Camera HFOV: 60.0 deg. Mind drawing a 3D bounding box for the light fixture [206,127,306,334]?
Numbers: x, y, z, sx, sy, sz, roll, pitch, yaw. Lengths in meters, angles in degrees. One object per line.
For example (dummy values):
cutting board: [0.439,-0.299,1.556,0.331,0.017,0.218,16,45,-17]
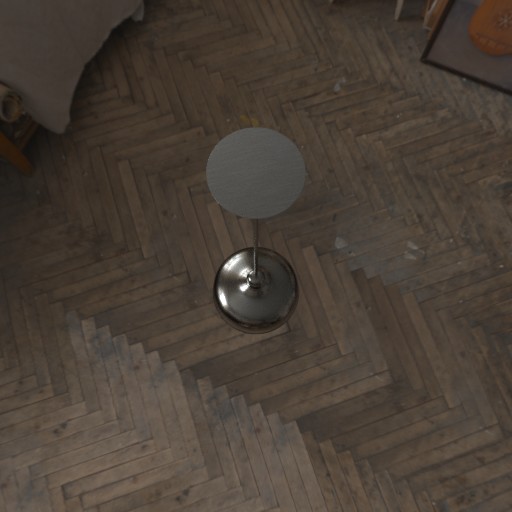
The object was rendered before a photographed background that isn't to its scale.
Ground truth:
light fixture: [0.000,0.000,1.084,0.299,0.935,0.299,-12,75,-3]
